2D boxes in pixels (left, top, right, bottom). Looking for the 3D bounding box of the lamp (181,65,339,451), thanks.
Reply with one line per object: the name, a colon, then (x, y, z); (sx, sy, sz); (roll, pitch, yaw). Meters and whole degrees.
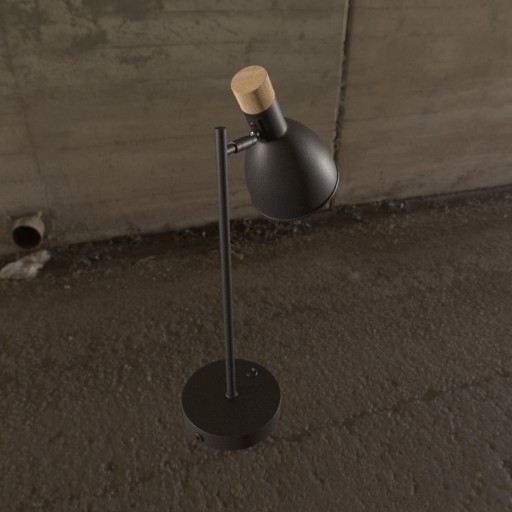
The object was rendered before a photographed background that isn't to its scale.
lamp: (0.000, 0.000, 0.606); (0.152, 0.483, 0.287); (20, 37, 29)
